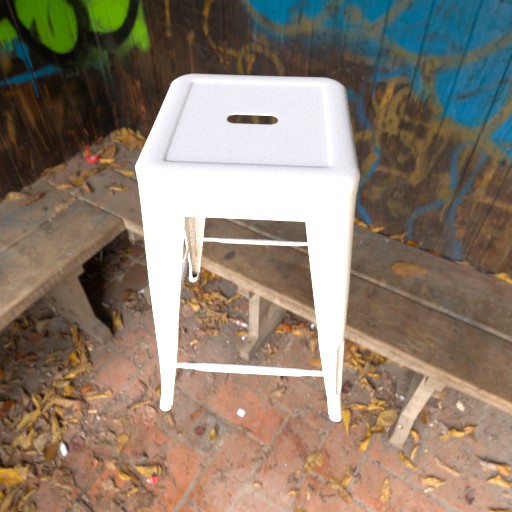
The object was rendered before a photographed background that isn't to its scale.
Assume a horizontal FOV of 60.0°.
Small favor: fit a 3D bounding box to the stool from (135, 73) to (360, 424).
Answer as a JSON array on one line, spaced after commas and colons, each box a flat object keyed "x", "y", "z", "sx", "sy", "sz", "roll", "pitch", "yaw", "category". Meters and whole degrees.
[{"x": 0.000, "y": 0.000, "z": 0.896, "sx": 0.406, "sy": 0.610, "sz": 0.406, "roll": 3, "pitch": 46, "yaw": 3, "category": "stool"}]
